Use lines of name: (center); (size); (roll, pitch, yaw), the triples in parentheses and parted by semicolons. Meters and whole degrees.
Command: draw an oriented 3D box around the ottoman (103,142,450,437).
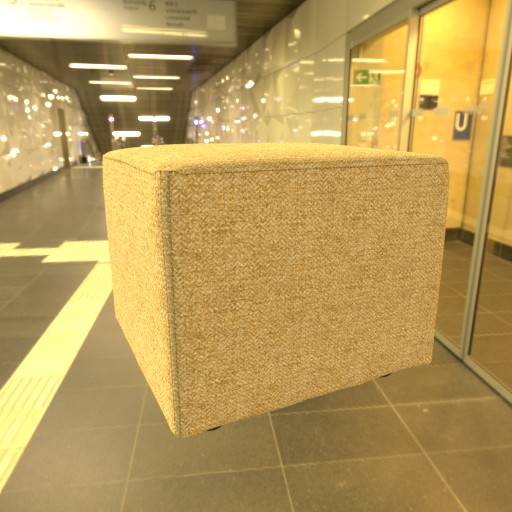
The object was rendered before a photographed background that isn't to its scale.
ottoman: (0.000, 0.000, 0.897); (0.512, 0.441, 0.505); (-8, 17, -26)
